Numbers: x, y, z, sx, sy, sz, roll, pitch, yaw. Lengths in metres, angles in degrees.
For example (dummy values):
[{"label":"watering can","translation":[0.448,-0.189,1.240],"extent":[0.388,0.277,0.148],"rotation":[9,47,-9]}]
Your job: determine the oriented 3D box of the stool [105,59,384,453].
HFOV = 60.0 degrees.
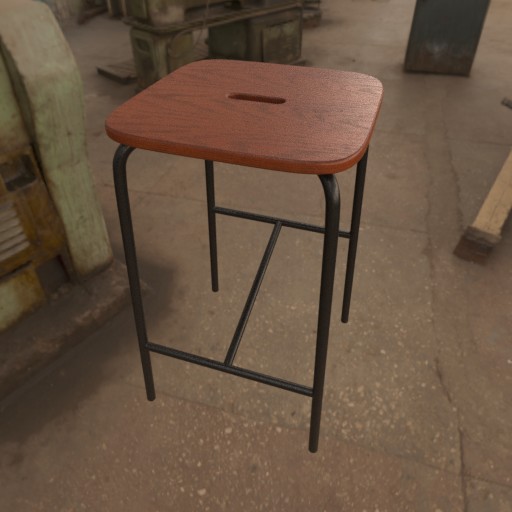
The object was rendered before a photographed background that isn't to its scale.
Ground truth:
[{"label":"stool","translation":[0.000,0.000,0.856],"extent":[0.376,0.610,0.376],"rotation":[12,41,14]}]
